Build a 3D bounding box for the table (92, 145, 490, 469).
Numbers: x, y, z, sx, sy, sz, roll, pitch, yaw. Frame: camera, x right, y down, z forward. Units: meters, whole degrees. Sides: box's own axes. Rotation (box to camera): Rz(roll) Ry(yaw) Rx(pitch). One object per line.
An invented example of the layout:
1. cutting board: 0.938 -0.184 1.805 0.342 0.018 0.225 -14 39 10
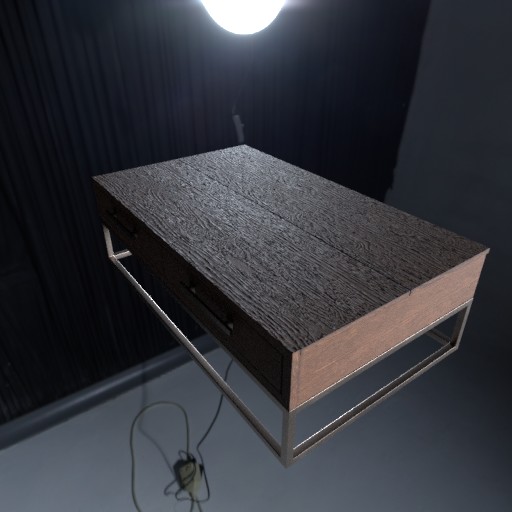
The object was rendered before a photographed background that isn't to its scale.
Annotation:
1. table: 0.000 0.000 1.517 0.719 0.361 1.167 -20 36 -30
